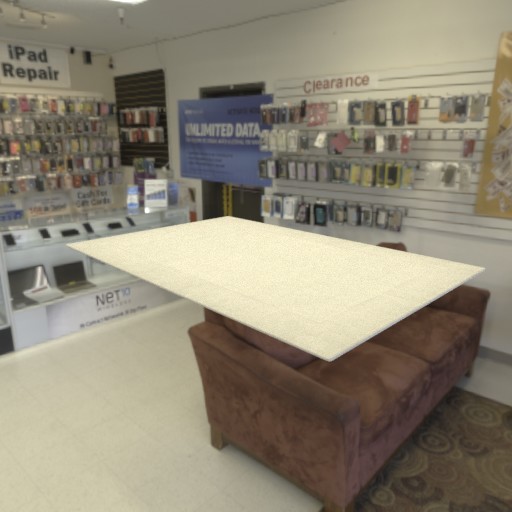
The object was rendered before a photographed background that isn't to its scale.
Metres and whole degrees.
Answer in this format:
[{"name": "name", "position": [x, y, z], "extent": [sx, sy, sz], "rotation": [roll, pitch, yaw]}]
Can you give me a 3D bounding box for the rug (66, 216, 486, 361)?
[{"name": "rug", "position": [0.000, 0.000, 2.284], "extent": [1.219, 0.013, 1.829], "rotation": [-15, 22, -42]}]
